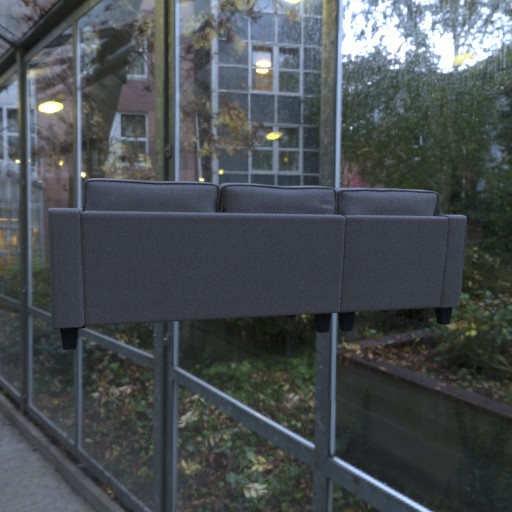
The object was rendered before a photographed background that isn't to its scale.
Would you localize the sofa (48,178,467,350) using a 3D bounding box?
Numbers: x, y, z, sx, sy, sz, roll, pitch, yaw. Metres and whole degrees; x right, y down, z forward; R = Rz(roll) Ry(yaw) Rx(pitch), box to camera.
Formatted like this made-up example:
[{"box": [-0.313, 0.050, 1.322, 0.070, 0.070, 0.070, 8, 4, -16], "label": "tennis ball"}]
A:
[{"box": [0.000, 0.000, 3.208, 2.561, 0.928, 1.294, -1, 2, -16], "label": "sofa"}]
